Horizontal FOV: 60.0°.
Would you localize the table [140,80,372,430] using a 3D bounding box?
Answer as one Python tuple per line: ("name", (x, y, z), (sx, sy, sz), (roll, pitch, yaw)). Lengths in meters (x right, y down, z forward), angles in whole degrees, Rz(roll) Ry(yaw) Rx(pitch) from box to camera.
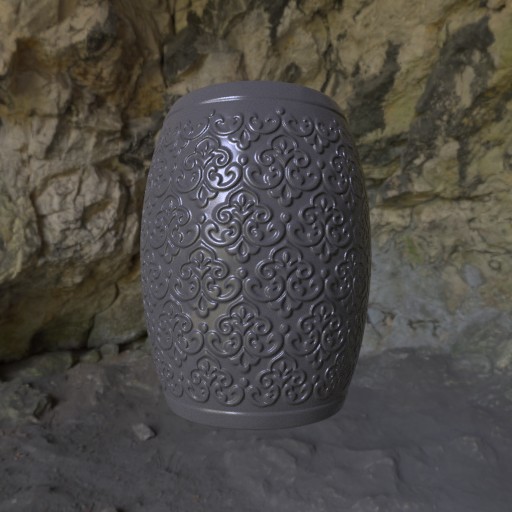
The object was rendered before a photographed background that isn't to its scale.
("table", (0.000, 0.000, 0.612), (0.309, 0.397, 0.309), (0, -2, 0))
